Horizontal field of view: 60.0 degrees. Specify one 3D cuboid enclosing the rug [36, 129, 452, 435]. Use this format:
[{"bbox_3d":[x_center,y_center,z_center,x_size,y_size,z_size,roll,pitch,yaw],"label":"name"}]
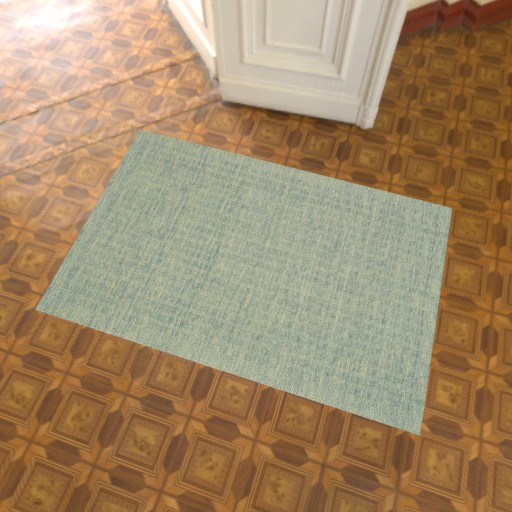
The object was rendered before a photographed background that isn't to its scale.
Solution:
[{"bbox_3d":[0.000,0.000,2.156,1.752,0.006,1.142,16,64,8],"label":"rug"}]
